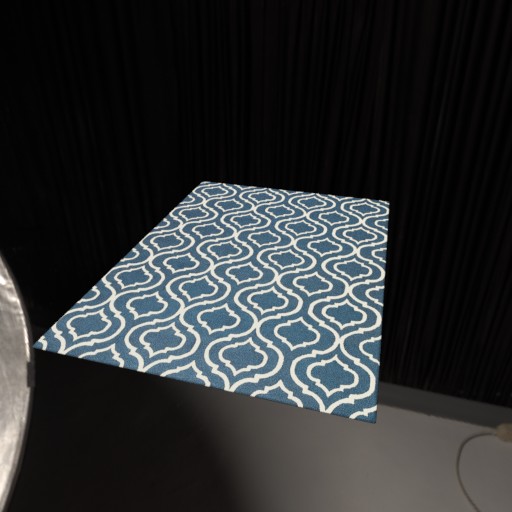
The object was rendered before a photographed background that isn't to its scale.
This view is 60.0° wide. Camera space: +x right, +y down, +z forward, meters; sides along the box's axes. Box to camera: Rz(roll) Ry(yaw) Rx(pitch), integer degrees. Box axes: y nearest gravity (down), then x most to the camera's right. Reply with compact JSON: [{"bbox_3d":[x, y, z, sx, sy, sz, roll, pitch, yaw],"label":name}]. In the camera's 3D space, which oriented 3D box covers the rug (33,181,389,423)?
[{"bbox_3d":[0.000,0.000,4.311,2.438,0.010,3.353,8,32,13],"label":"rug"}]
